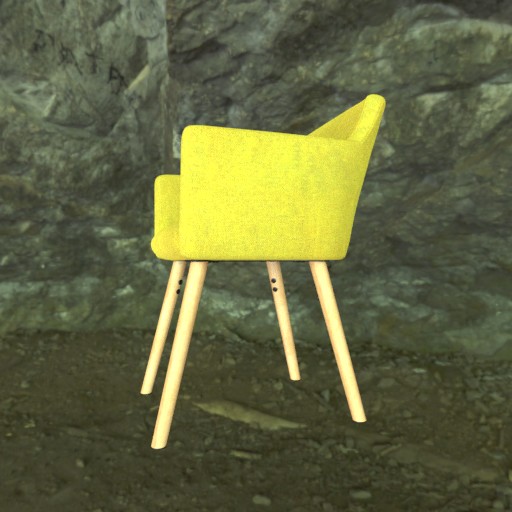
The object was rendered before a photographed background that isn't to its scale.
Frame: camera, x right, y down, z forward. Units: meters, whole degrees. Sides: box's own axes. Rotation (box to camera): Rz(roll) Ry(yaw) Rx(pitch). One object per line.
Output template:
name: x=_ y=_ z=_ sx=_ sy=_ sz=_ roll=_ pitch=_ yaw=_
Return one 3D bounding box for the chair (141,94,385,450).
chair: x=0.000 y=0.000 z=1.166 sx=0.570 sy=0.780 sz=0.570 roll=0 pitch=0 yaw=-18
